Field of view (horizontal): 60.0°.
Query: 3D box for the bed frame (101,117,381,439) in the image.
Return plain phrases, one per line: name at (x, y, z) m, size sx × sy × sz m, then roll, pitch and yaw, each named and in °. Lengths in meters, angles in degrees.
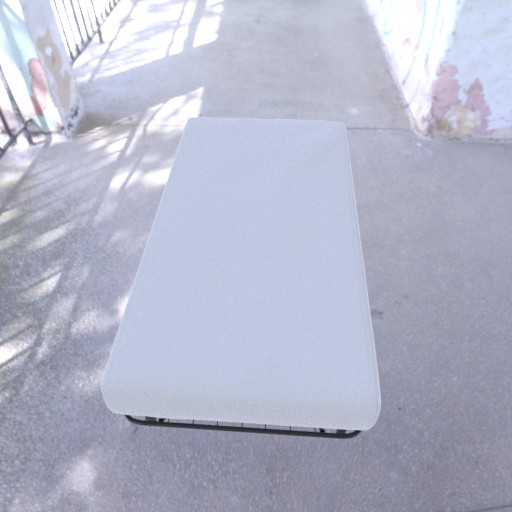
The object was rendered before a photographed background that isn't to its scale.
bed frame at (0.000, 0.000, 2.389) m, size 1.025 × 0.640 × 1.908 m, roll 3°, pitch 47°, yaw 3°
